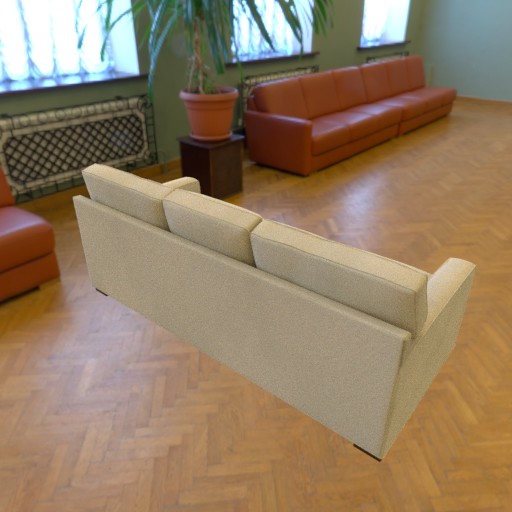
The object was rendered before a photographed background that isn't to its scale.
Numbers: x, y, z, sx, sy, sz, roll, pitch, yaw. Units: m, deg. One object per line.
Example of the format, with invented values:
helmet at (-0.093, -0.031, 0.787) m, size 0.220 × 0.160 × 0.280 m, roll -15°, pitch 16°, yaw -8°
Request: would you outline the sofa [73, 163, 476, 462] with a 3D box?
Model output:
sofa at (0.000, 0.000, 2.509) m, size 2.088 × 0.862 × 0.935 m, roll 22°, pitch 36°, yaw 33°
